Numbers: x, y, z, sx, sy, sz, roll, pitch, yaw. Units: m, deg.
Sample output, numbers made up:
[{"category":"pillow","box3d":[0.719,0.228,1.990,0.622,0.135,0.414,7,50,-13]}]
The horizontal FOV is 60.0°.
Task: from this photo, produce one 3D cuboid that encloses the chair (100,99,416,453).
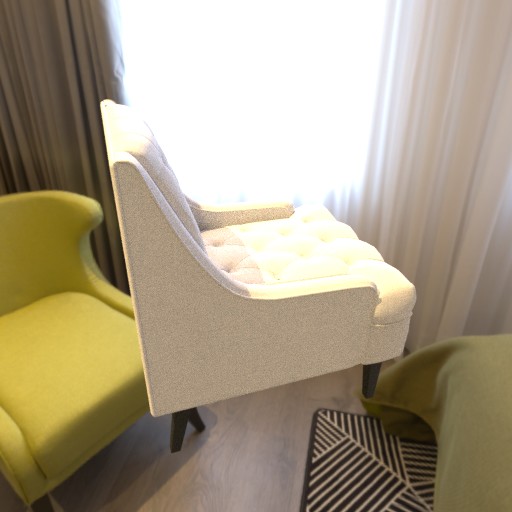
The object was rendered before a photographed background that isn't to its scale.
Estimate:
[{"category":"chair","box3d":[0.000,0.000,1.382,0.772,0.891,0.658,-9,31,-16]}]
